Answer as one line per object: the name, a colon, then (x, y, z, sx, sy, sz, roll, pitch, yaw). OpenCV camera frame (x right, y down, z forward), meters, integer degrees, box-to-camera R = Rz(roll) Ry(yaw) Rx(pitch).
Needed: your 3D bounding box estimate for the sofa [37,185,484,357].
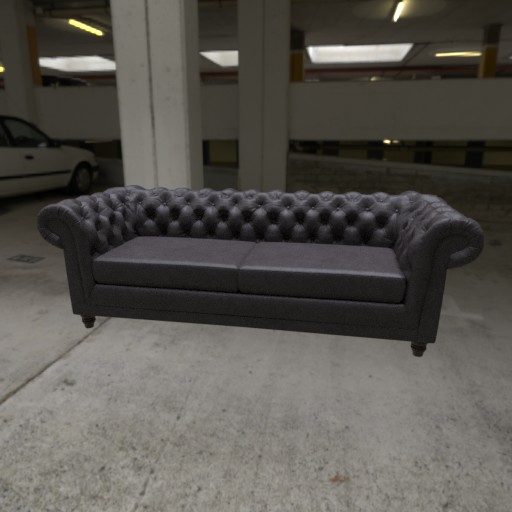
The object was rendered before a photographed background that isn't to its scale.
sofa: (0.000, 0.000, 2.801, 2.385, 0.783, 0.944, 3, 16, 10)
